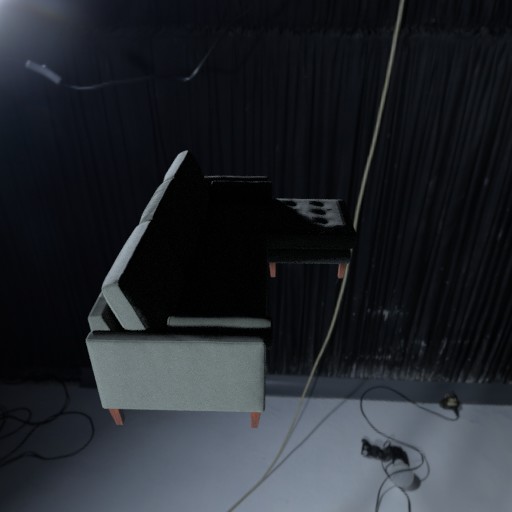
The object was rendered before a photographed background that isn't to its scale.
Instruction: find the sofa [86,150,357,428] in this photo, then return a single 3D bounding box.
[{"bbox_3d":[0.000,0.000,3.016,1.506,0.876,2.178,1,30,1],"label":"sofa"}]
